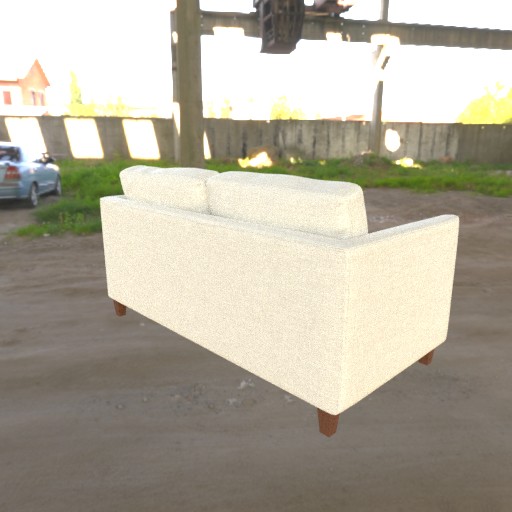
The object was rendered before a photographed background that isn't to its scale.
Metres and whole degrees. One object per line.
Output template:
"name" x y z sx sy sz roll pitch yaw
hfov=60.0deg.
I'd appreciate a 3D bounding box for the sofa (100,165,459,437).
"sofa" 0.000 0.000 2.462 0.950 0.963 1.838 -14 20 -42
